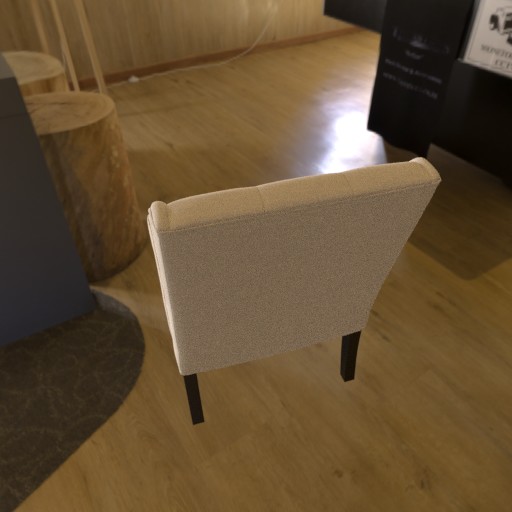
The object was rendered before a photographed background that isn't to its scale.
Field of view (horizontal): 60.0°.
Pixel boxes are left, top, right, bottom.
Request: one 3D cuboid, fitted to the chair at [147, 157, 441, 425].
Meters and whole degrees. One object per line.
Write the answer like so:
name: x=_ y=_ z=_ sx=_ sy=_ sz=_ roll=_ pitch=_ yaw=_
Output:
chair: x=0.000 y=0.000 z=1.298 sx=0.569 sy=0.853 sz=0.676 roll=-12 pitch=43 yaw=-13
